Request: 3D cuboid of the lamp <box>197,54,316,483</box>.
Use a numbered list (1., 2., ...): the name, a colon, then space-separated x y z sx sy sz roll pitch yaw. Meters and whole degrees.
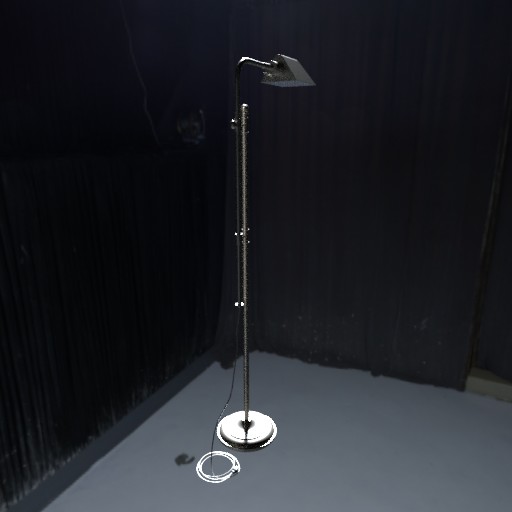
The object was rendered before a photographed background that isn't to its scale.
1. lamp: 0.000 0.000 1.813 0.256 1.571 0.813 8 18 27
